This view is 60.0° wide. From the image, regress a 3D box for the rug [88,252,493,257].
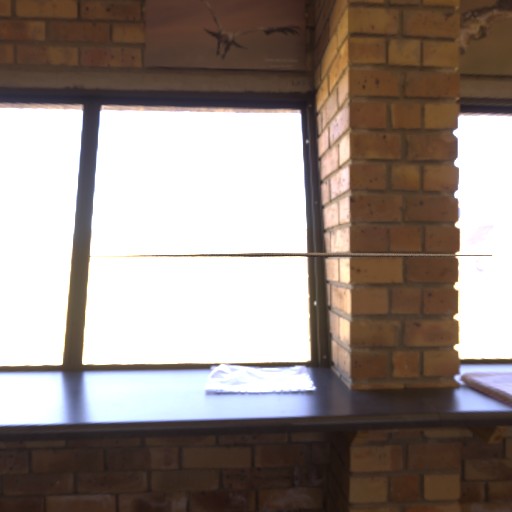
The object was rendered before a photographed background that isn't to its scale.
[{"bbox_3d":[0.000,0.000,2.310,1.220,0.007,1.828,0,0,-35],"label":"rug"}]
